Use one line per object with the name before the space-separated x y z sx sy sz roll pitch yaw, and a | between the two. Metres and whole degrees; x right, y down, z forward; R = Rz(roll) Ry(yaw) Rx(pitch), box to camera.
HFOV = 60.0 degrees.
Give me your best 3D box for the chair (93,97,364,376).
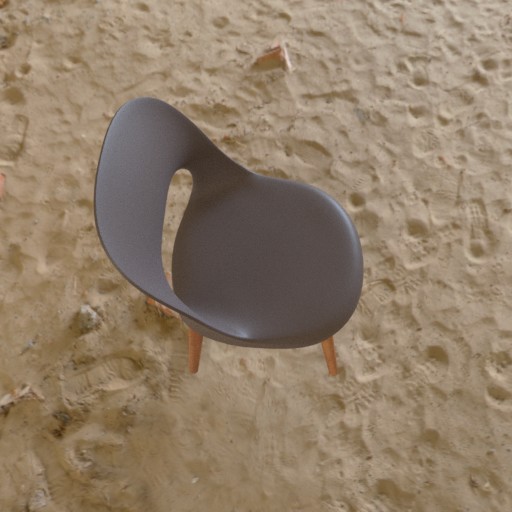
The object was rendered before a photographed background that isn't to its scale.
chair | 0.000 0.000 1.138 0.556 0.794 0.470 2 65 1
